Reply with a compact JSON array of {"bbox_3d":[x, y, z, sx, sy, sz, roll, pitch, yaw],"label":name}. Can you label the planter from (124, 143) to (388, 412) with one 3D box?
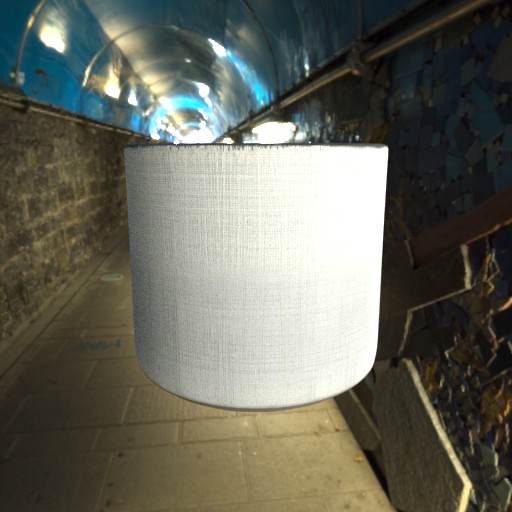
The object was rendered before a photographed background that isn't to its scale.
[{"bbox_3d":[0.000,0.000,0.410,0.226,0.201,0.226,0,14,0],"label":"planter"}]
